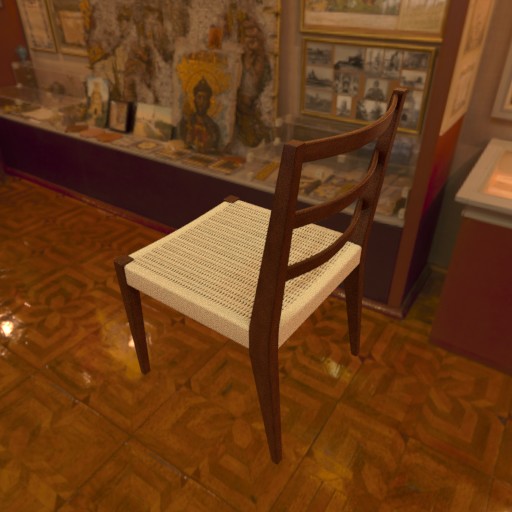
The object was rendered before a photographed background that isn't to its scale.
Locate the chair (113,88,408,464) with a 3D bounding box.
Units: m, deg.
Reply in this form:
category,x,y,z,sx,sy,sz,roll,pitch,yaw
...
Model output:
category,x,y,z,sx,sy,sz,roll,pitch,yaw
chair,0.000,0.000,1.154,0.551,0.813,0.480,21,39,30
